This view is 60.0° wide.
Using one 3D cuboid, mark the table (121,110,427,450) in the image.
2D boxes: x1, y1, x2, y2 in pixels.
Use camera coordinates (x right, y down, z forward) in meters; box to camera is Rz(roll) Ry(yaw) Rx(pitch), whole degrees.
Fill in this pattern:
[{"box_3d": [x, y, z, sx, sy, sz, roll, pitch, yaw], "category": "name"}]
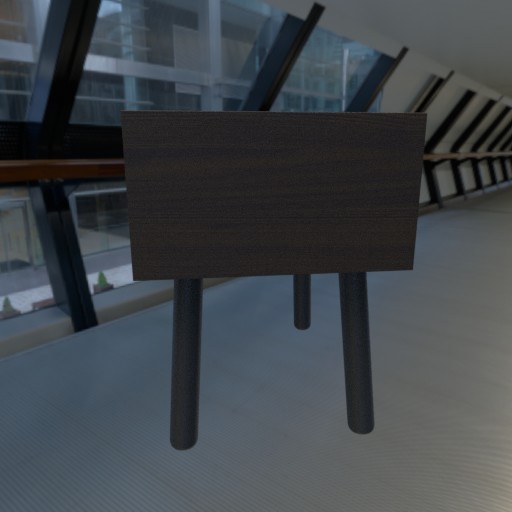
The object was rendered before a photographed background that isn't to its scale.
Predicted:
[{"box_3d": [0.000, 0.000, 0.802, 0.370, 0.470, 0.450, -2, 15, -7], "category": "table"}]
